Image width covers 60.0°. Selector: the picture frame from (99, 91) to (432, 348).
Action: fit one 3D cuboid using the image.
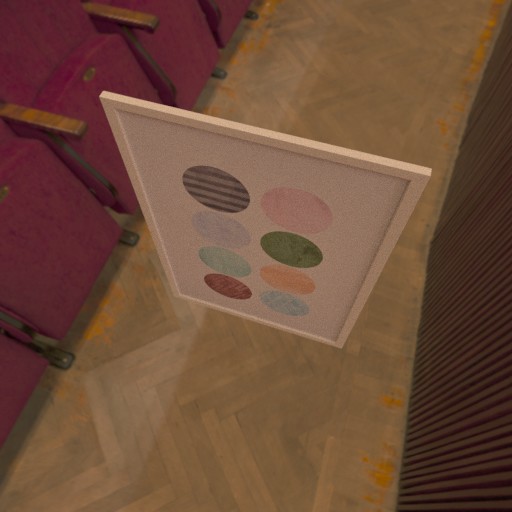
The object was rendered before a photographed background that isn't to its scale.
[{"bbox_3d":[0.000,0.000,0.869,0.457,0.657,0.013,16,61,9],"label":"picture frame"}]
